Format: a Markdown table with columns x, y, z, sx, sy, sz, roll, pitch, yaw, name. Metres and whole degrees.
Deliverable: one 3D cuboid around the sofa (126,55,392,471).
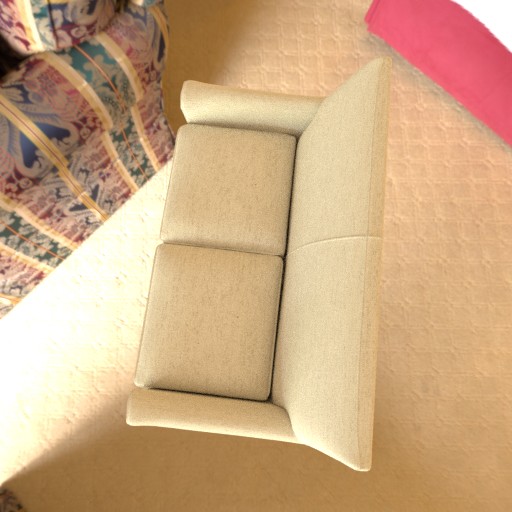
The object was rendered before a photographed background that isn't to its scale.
| x | y | z | sx | sy | sz | roll | pitch | yaw | name |
| --- | --- | --- | --- | --- | --- | --- | --- | --- | --- |
| 0.000 | 0.000 | 1.963 | 0.891 | 0.892 | 1.482 | 6 | 77 | 2 | sofa |
